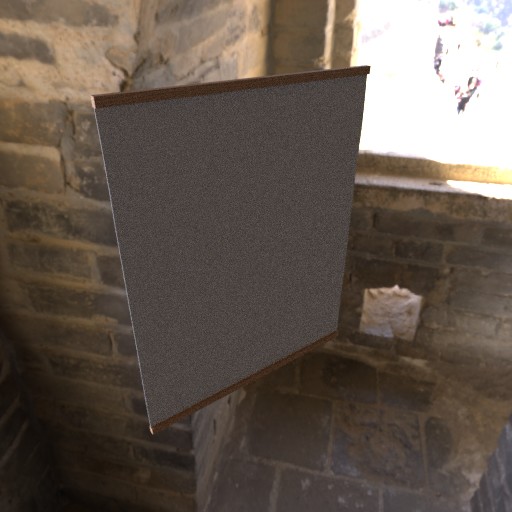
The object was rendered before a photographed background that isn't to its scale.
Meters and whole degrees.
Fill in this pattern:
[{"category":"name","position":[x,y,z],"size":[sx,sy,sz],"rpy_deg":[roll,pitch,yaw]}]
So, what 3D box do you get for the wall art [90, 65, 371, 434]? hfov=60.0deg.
[{"category":"wall art","position":[0.000,0.000,0.672],"size":[0.404,0.507,0.010],"rpy_deg":[-20,36,-30]}]
